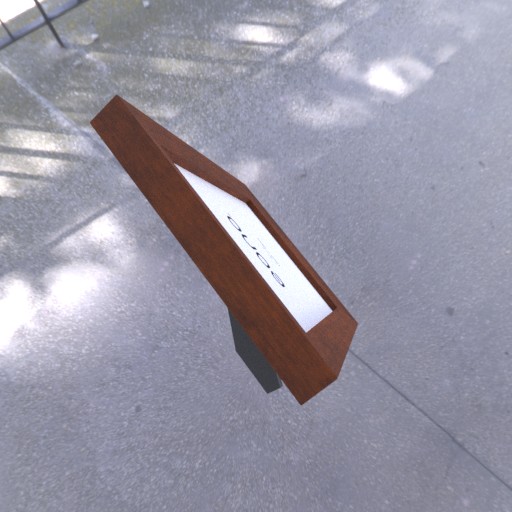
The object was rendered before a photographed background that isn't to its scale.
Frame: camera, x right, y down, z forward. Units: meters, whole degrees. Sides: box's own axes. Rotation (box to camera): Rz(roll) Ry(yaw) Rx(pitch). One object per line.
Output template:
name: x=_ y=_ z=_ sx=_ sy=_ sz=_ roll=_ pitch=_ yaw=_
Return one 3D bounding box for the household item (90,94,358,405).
household item: x=0.000 y=0.000 z=0.291 sx=0.096 sy=0.204 sz=0.160 roll=-36 pitch=78 yaw=-9
